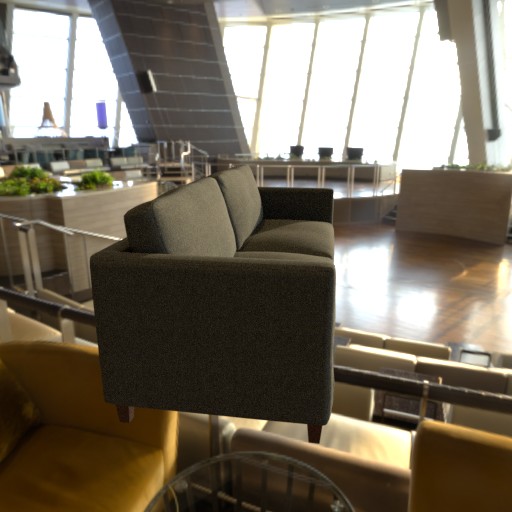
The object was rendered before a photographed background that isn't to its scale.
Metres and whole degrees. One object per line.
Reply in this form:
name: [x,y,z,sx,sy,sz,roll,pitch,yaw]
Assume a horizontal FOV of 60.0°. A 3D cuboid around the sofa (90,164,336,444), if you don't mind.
sofa: [0.000,0.000,2.684,0.948,0.965,2.208,3,16,9]
